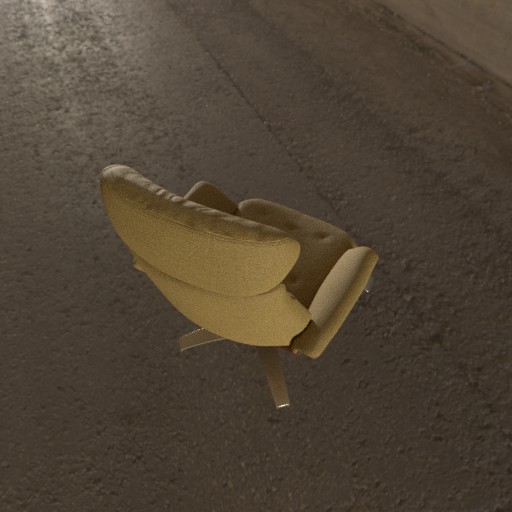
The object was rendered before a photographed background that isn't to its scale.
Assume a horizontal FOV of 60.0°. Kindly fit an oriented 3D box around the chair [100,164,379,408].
[{"bbox_3d":[0.000,0.000,1.551,0.785,0.995,0.837,24,51,21],"label":"chair"}]
